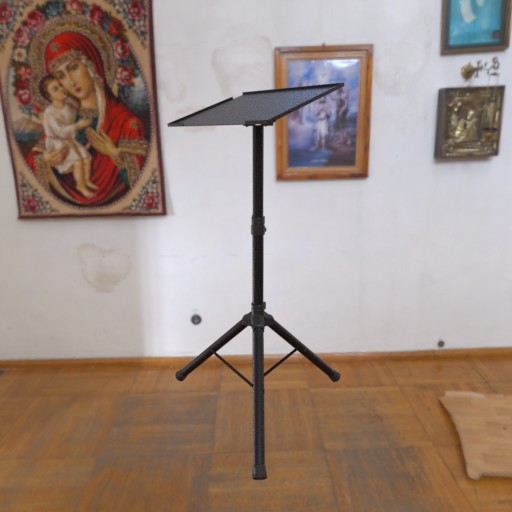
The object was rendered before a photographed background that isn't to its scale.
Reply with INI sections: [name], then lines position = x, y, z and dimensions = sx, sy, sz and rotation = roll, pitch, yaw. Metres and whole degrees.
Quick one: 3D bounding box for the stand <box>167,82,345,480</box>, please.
[stand]
position = 0.000, 0.000, 1.667
dimensions = 0.702, 1.198, 0.702
rotation = 14, 20, 42
